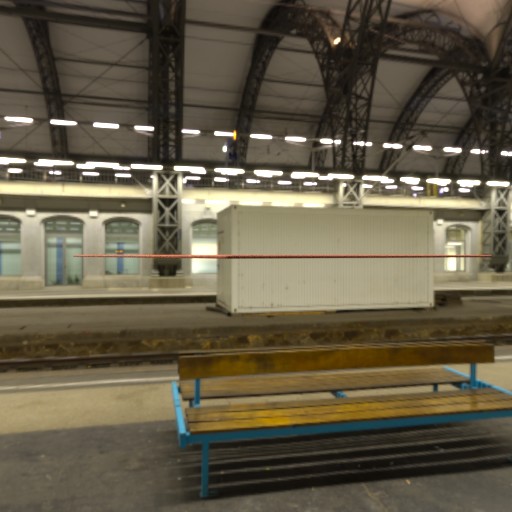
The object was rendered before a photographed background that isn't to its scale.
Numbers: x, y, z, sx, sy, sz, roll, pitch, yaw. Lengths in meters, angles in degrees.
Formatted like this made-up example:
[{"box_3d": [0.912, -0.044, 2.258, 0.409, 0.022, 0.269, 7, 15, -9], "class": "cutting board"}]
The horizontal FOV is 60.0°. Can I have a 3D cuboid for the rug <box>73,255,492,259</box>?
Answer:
[{"box_3d": [0.000, 0.000, 3.963, 2.430, 0.018, 2.976, 0, 0, -36], "class": "rug"}]
